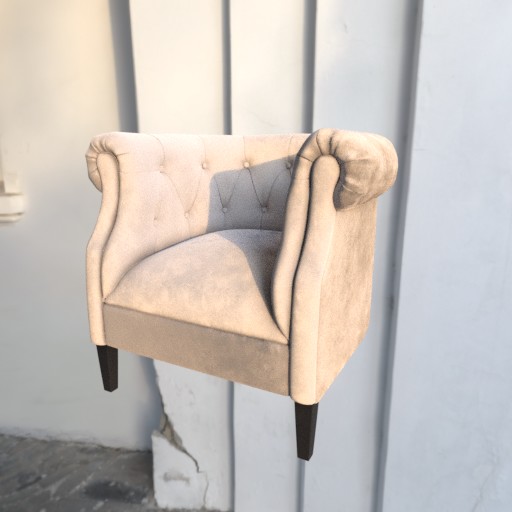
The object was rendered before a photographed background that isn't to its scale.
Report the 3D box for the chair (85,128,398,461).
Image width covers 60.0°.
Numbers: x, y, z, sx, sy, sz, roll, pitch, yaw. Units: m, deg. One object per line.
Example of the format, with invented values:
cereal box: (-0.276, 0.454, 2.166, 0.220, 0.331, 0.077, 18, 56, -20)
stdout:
chair: (0.000, 0.000, 1.528, 0.904, 0.826, 0.851, 7, 16, 27)
